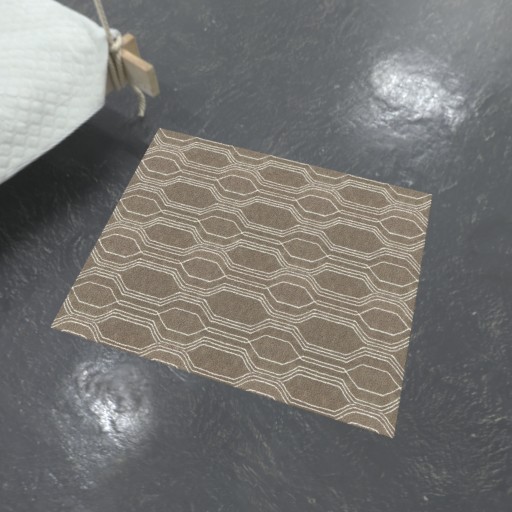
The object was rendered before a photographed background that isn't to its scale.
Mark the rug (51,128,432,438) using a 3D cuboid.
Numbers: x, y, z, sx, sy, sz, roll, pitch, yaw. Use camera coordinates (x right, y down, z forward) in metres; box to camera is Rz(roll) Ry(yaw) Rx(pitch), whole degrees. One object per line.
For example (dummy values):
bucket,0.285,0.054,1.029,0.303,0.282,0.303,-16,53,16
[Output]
rug,0.000,0.000,4.267,3.062,0.012,2.457,16,64,8
